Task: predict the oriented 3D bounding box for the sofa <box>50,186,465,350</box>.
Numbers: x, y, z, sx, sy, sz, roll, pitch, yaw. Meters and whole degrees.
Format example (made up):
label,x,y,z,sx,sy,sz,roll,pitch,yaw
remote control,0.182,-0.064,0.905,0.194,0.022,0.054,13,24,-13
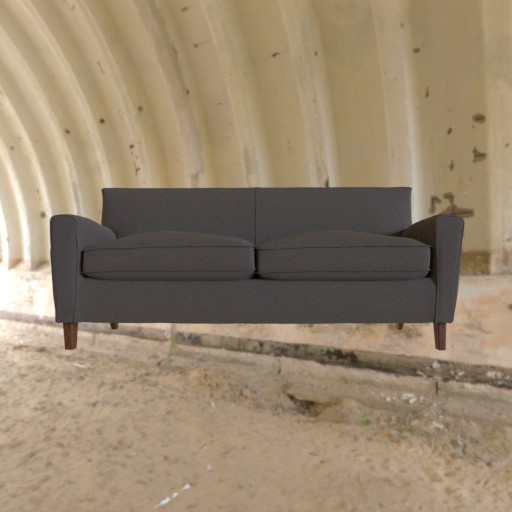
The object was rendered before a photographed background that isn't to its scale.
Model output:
label,x,y,z,sx,sy,sz,roll,pitch,yaw
sofa,0.000,0.000,2.473,2.002,0.907,0.843,0,-1,0
